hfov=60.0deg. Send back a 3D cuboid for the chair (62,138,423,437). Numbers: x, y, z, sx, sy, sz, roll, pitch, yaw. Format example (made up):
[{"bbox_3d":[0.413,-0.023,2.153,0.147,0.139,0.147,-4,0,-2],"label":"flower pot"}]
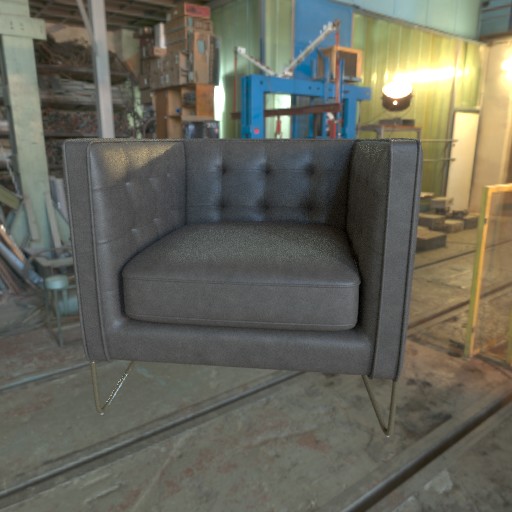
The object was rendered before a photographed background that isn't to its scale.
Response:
[{"bbox_3d":[0.000,0.000,1.528,0.880,0.790,0.894,2,15,7],"label":"chair"}]
